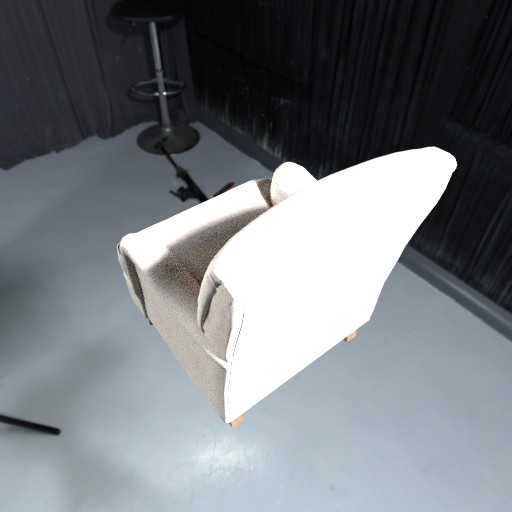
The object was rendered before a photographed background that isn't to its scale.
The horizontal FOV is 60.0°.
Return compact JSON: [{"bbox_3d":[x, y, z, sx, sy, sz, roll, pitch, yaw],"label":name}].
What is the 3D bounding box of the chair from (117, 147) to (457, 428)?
[{"bbox_3d":[0.000,0.000,1.798,0.879,1.119,0.953,-29,52,-26],"label":"chair"}]
